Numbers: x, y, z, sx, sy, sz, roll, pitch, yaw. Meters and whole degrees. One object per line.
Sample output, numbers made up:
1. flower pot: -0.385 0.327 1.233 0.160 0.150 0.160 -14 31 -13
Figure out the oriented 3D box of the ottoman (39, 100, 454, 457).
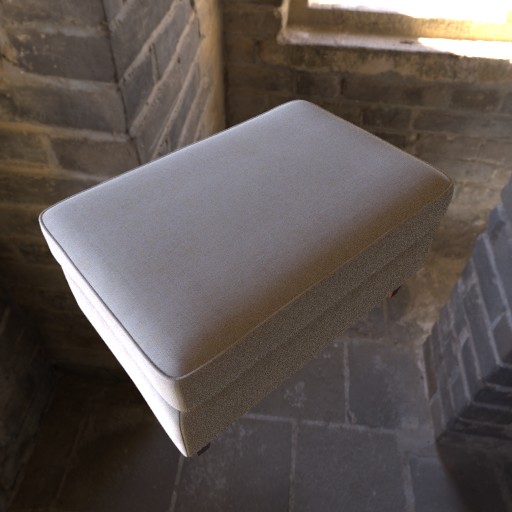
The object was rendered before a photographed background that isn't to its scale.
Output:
1. ottoman: 0.000 0.000 1.193 0.862 0.484 0.583 -32 54 -27
